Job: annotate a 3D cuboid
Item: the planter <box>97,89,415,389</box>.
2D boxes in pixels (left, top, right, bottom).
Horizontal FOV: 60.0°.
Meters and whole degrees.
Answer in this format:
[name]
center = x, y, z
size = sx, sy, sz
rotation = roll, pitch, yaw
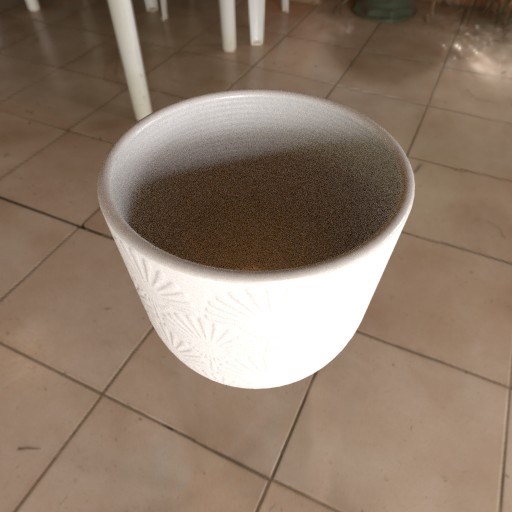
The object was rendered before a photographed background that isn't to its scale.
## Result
[planter]
center = 0.000, 0.000, 0.297
size = 0.170, 0.152, 0.170
rotation = 0, 47, 0
